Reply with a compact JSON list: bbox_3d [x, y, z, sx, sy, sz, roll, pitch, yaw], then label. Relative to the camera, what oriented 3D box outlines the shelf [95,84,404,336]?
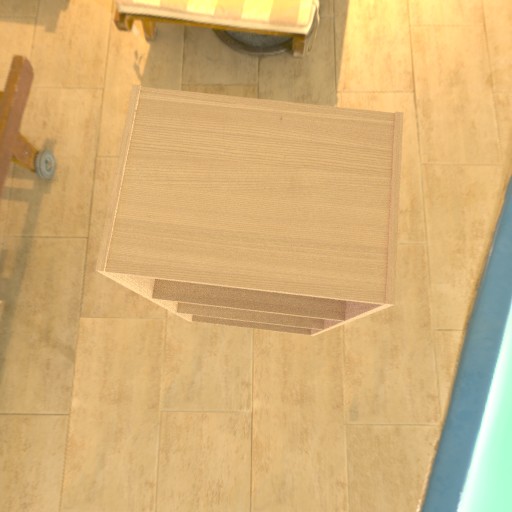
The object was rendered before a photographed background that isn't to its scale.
[{"bbox_3d":[0.000,0.000,1.068,0.417,0.876,0.292,6,77,1],"label":"shelf"}]
